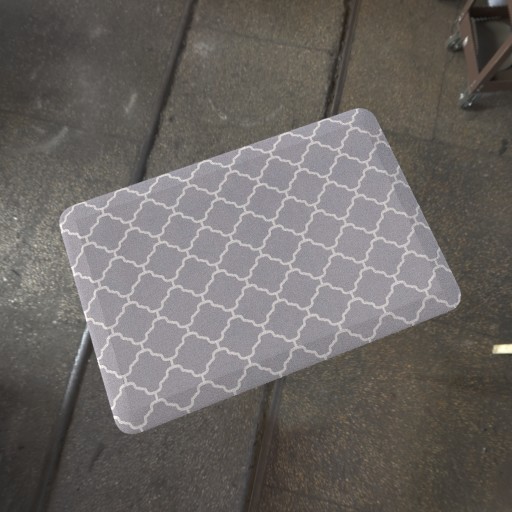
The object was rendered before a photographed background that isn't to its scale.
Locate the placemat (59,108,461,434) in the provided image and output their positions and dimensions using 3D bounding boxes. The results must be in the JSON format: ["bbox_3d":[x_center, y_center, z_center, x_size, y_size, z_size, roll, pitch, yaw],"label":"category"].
[{"bbox_3d":[0.000,0.000,0.954,0.762,0.021,0.508,-20,77,-5],"label":"placemat"}]
